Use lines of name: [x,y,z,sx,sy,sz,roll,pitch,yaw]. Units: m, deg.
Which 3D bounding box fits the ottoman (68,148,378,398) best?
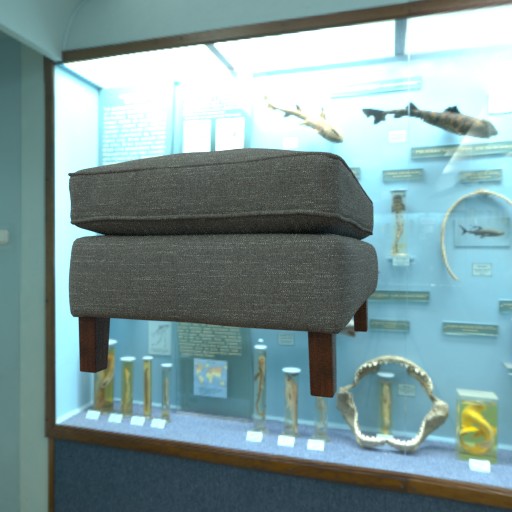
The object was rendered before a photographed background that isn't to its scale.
ottoman: [0.000,0.000,0.998,0.508,0.406,0.686,0,0,19]
